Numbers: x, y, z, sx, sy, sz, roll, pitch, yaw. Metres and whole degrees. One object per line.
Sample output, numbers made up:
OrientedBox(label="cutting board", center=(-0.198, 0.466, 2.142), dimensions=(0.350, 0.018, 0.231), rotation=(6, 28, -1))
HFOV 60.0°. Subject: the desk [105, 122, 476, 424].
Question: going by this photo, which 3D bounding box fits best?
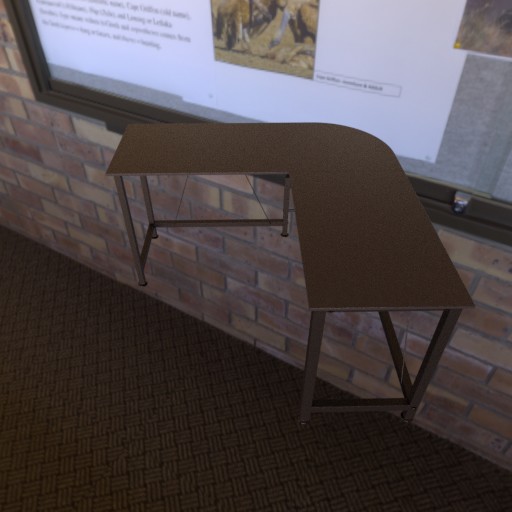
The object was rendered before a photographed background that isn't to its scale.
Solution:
OrientedBox(label="desk", center=(0.000, 0.000, 2.207), dimensions=(1.400, 0.762, 1.400), rotation=(-1, 41, -1))
